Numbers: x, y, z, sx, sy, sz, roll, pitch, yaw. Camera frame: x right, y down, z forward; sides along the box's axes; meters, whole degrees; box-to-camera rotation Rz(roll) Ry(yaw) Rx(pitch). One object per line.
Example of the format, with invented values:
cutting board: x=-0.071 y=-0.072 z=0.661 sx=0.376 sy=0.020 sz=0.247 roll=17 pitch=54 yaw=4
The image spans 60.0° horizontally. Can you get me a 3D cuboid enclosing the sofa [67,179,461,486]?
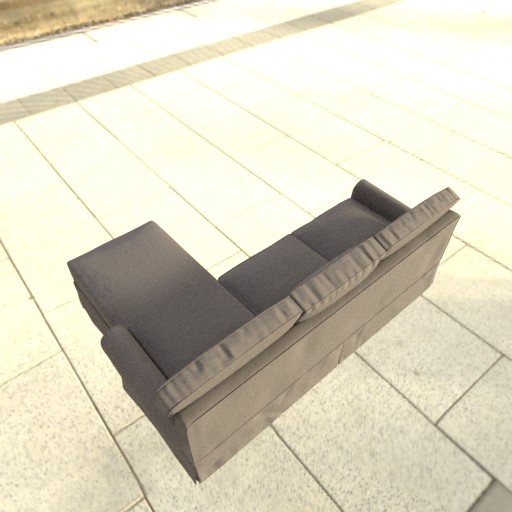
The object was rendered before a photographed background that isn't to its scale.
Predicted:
sofa: x=0.000 y=0.000 z=3.267 sx=2.475 sy=0.978 sz=1.733 roll=-32 pitch=53 yaw=-27
